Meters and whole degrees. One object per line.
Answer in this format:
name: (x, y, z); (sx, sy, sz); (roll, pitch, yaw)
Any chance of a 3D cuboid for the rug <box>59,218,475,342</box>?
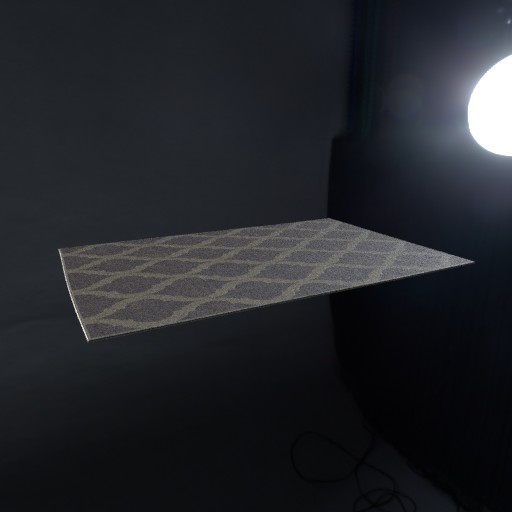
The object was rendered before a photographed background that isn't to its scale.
rug: (0.000, 0.000, 2.882); (2.284, 0.008, 1.522); (-8, 18, -26)
